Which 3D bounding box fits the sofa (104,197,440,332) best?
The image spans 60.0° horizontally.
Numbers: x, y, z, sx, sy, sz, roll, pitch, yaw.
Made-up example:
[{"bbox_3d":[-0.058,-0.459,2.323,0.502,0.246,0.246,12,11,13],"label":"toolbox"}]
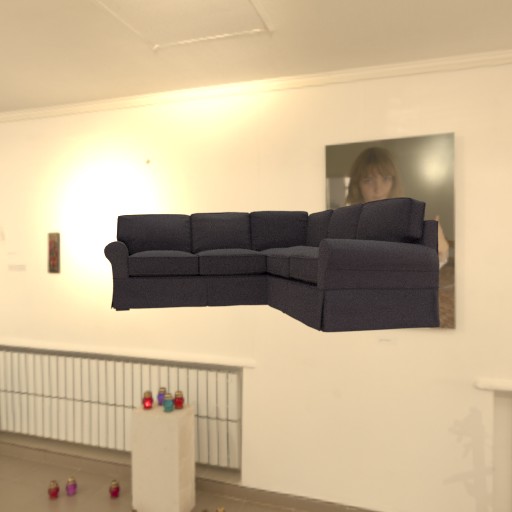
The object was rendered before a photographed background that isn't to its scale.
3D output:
[{"bbox_3d":[0.000,0.000,5.071,3.773,1.169,2.874,0,1,18],"label":"sofa"}]
